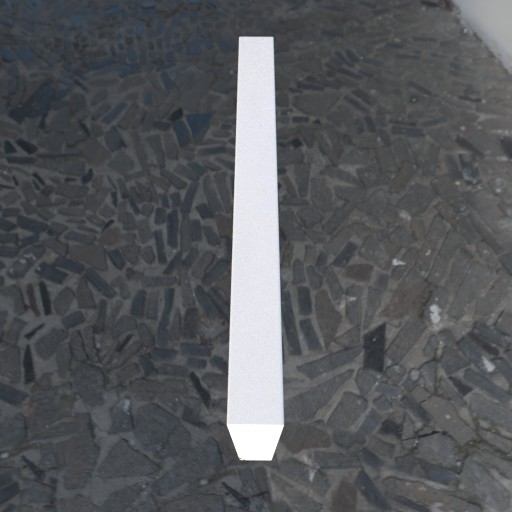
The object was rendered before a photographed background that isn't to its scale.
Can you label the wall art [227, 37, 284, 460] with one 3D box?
[{"bbox_3d":[0.000,0.000,0.481,0.039,0.254,0.384,0,61,0],"label":"wall art"}]
